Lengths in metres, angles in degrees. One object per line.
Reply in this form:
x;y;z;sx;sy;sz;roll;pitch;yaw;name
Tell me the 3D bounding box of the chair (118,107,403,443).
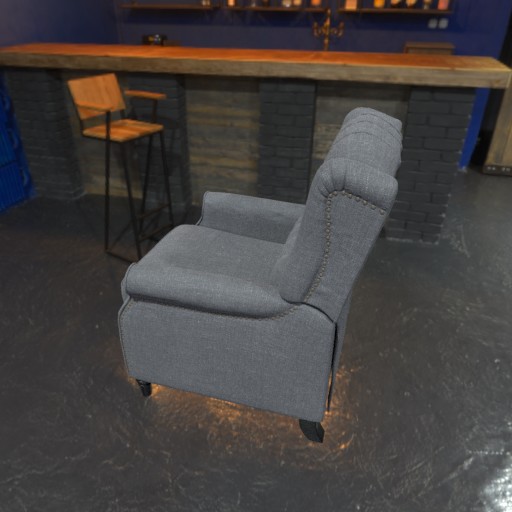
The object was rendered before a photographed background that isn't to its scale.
0.000;0.000;1.637;0.898;1.035;0.742;9;32;14;chair
